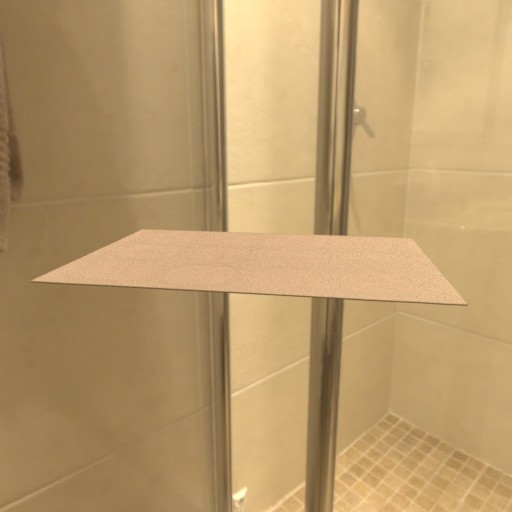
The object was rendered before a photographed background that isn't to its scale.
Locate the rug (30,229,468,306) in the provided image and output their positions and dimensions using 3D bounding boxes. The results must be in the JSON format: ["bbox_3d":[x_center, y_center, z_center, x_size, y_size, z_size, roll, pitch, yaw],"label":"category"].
[{"bbox_3d":[0.000,0.000,2.415,1.839,0.009,1.236,2,14,9],"label":"rug"}]
